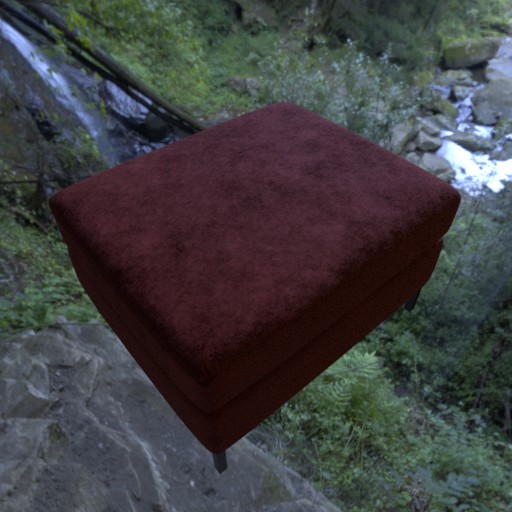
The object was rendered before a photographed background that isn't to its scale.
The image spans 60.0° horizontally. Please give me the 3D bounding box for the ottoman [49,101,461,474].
[{"bbox_3d":[0.000,0.000,1.174,0.782,0.462,0.650,-31,53,-27],"label":"ottoman"}]
